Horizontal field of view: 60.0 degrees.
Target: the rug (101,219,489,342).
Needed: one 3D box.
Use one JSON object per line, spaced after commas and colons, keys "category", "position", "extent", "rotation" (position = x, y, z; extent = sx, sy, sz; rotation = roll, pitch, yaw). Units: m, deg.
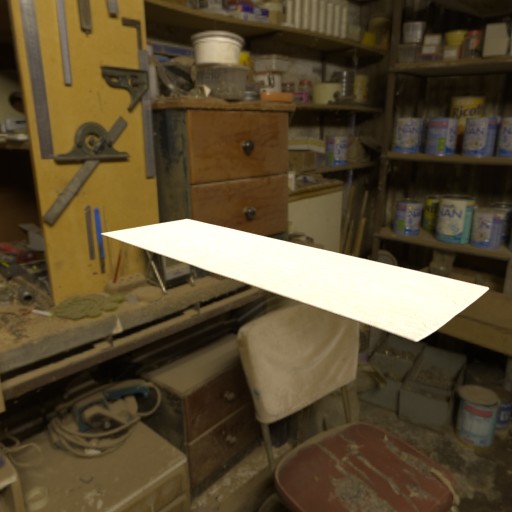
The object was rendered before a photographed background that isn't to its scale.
{"category": "rug", "position": [0.000, 0.000, 2.708], "extent": [2.450, 0.014, 0.793], "rotation": [15, 22, 43]}
